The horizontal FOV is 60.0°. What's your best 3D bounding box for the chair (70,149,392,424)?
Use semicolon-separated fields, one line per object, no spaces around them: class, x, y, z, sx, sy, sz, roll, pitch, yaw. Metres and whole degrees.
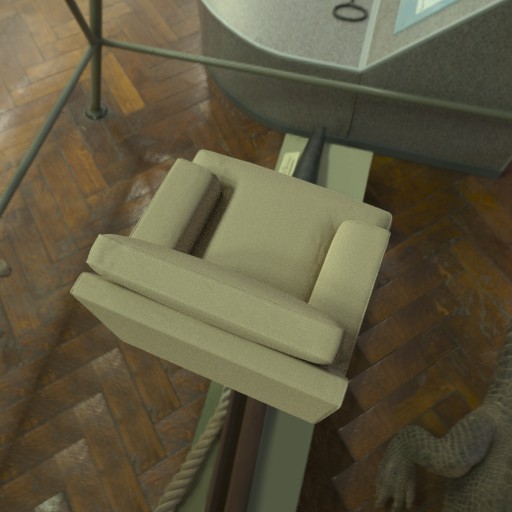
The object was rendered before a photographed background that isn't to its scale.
chair;0.000;0.000;2.171;1.293;1.005;1.274;14;65;6
